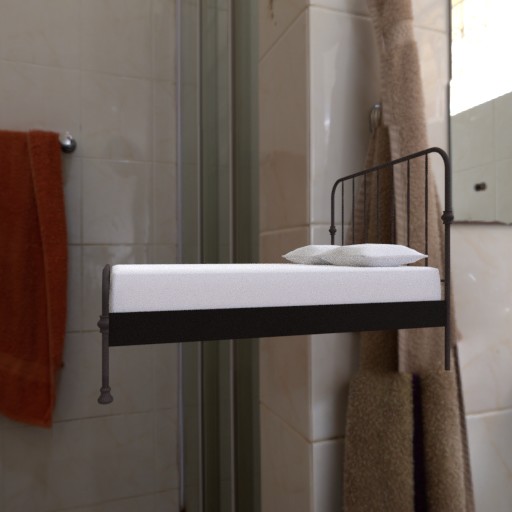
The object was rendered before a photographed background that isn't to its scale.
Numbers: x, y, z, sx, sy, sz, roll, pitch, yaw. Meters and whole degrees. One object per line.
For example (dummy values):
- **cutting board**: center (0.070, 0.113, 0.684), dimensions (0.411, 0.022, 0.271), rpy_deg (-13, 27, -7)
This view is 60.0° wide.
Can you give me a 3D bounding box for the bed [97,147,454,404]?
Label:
- **bed**: center (0.000, 0.000, 3.229), dimensions (2.134, 1.446, 1.616), rpy_deg (0, 0, -18)
